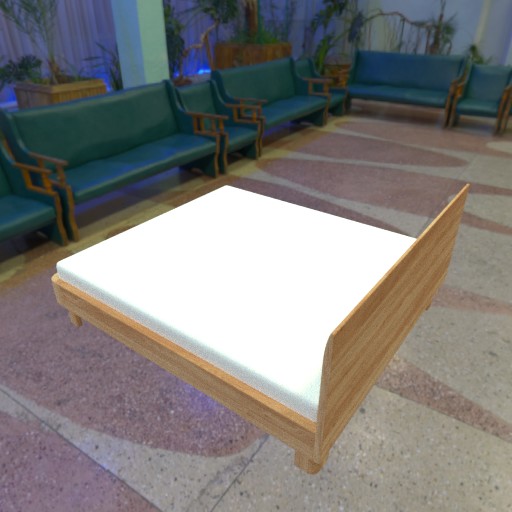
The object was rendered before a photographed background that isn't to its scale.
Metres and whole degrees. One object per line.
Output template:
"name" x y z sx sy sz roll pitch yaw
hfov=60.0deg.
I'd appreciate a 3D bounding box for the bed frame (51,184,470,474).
"bed frame" 0.000 0.000 3.019 2.092 0.940 1.872 20 36 31
